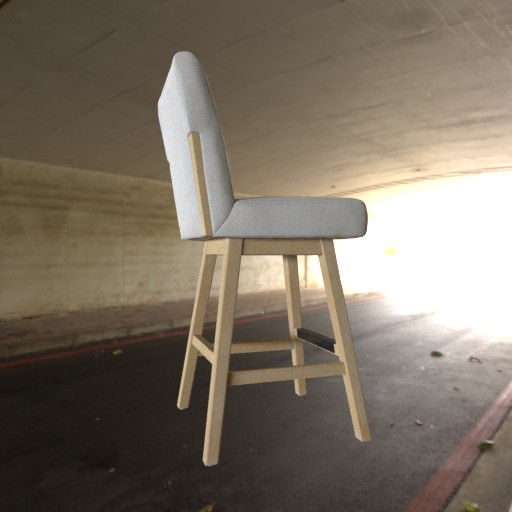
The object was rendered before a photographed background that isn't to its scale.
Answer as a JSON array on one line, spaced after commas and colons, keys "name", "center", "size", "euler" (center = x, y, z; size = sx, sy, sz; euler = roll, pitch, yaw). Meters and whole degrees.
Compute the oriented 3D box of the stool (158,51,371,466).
[{"name": "stool", "center": [0.000, 0.000, 1.335], "size": [0.543, 1.015, 0.446], "euler": [0, 0, -19]}]
